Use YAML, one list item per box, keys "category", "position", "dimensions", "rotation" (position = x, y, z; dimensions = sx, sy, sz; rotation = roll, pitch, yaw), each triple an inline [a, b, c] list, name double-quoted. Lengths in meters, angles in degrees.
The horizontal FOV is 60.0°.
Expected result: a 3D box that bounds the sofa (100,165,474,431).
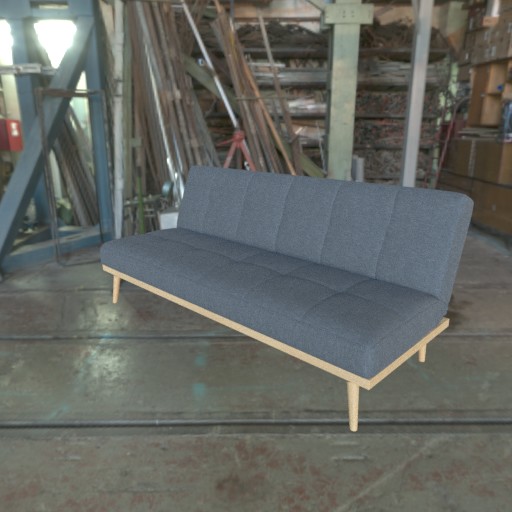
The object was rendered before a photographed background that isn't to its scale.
- category: "sofa"
  position: [0.000, 0.000, 2.278]
  dimensions: [1.820, 0.770, 0.820]
  rotation: [16, 23, 42]
